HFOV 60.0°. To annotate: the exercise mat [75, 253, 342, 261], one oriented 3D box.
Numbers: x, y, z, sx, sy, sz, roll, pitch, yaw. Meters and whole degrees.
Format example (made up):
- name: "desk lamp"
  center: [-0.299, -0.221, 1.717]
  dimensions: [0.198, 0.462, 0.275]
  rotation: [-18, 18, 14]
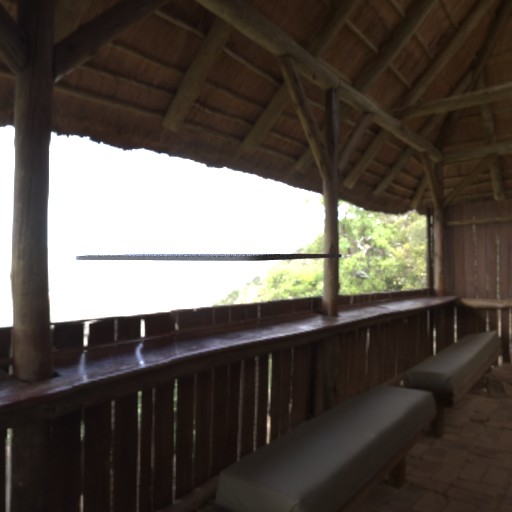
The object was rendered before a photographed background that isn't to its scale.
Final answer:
- name: "exercise mat"
  center: [0.000, 0.000, 2.148]
  dimensions: [0.616, 0.021, 1.884]
  rotation: [0, 0, 18]
